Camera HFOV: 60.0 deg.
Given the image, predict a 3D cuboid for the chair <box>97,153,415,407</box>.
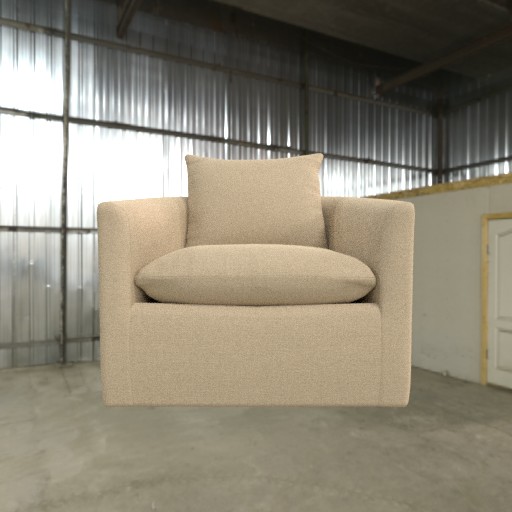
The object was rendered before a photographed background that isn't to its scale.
[{"bbox_3d":[0.000,0.000,1.597,0.845,0.848,0.910,0,1,0],"label":"chair"}]
